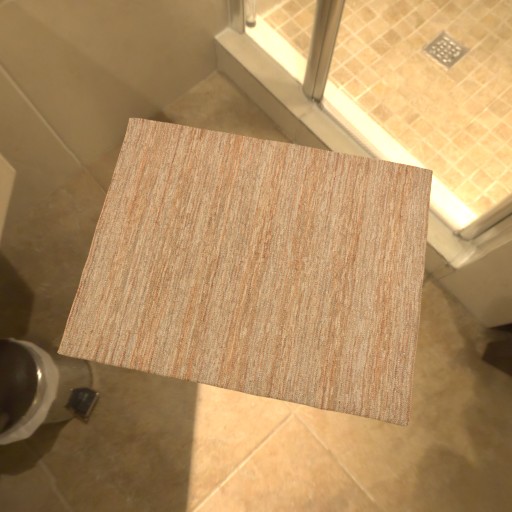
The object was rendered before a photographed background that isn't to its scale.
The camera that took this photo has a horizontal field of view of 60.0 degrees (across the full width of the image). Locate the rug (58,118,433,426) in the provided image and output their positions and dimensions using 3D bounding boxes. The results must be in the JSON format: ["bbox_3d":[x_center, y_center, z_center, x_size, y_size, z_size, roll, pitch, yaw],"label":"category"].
[{"bbox_3d":[0.000,0.000,3.907,2.939,0.009,2.313,11,74,3],"label":"rug"}]
